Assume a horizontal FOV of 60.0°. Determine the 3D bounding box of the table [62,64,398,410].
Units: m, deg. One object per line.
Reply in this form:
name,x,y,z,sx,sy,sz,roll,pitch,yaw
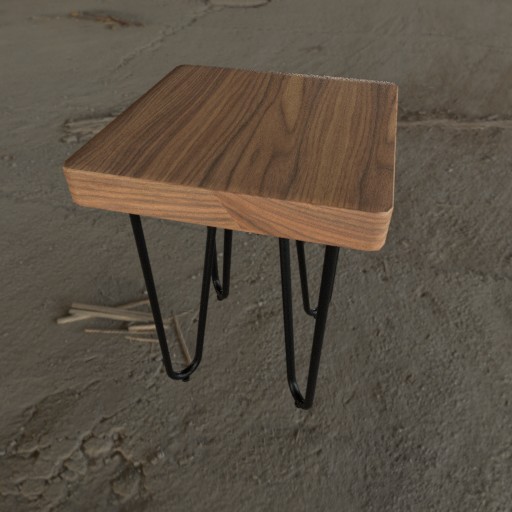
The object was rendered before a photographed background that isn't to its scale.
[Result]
table,0.000,0.000,0.986,0.479,0.641,0.480,10,42,11
